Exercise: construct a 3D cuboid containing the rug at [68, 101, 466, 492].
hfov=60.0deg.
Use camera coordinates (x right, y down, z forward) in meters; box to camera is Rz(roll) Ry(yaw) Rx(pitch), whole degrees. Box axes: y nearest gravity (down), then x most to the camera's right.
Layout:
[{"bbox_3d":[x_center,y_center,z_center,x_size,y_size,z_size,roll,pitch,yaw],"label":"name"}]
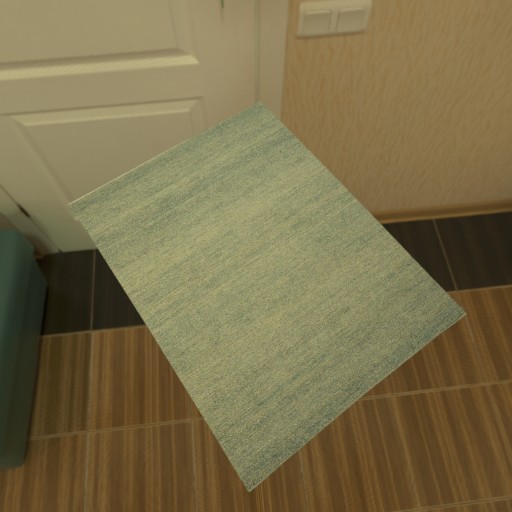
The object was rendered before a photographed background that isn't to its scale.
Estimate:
[{"bbox_3d":[0.000,0.000,4.311,2.461,0.046,3.237,-33,68,-15],"label":"rug"}]
